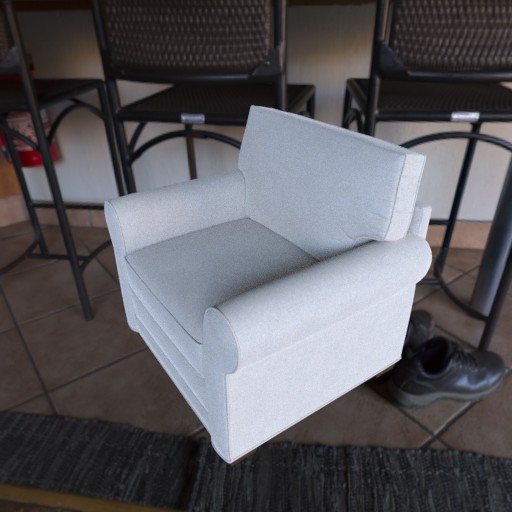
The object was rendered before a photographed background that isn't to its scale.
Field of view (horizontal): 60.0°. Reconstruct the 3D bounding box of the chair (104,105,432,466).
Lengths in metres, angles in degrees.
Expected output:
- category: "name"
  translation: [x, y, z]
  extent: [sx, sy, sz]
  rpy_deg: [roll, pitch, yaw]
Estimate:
- category: "chair"
  translation: [0.000, 0.000, 1.732]
  extent: [0.863, 0.955, 1.040]
  rpy_deg: [-19, 35, -29]
